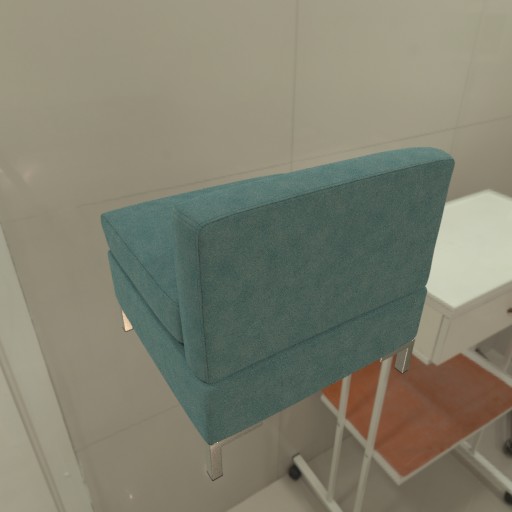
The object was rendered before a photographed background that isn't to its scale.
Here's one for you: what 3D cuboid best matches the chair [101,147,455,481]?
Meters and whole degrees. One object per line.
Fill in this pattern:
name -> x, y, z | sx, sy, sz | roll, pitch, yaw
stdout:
chair -> 0.000, 0.000, 1.235 | 0.684, 0.660, 0.685 | -18, 34, -28
